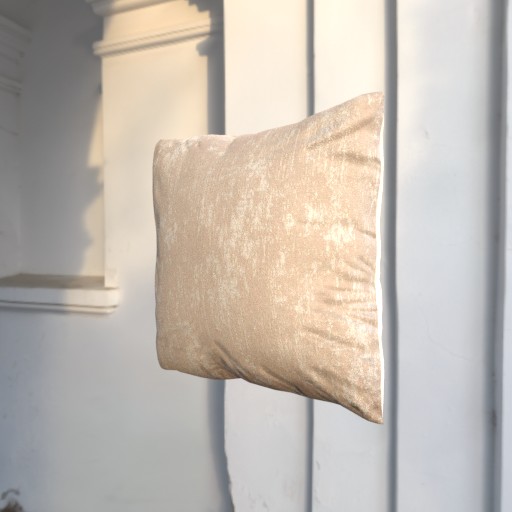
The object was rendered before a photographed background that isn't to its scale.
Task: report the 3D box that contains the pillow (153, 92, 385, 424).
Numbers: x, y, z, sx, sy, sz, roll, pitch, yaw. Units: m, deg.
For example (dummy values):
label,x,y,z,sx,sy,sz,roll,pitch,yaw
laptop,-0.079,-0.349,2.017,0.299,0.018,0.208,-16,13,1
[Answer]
label,x,y,z,sx,sy,sz,roll,pitch,yaw
pillow,0.000,0.000,0.733,0.450,0.448,0.245,1,2,39
